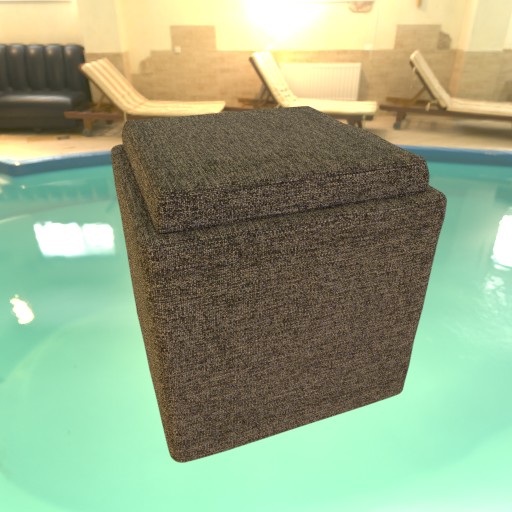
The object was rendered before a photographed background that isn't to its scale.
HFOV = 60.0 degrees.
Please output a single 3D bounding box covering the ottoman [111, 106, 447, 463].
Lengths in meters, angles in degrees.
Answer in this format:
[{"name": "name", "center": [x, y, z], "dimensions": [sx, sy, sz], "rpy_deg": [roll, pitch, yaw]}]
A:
[{"name": "ottoman", "center": [0.000, 0.000, 0.834], "dimensions": [0.450, 0.463, 0.450], "rpy_deg": [-11, 32, -18]}]
